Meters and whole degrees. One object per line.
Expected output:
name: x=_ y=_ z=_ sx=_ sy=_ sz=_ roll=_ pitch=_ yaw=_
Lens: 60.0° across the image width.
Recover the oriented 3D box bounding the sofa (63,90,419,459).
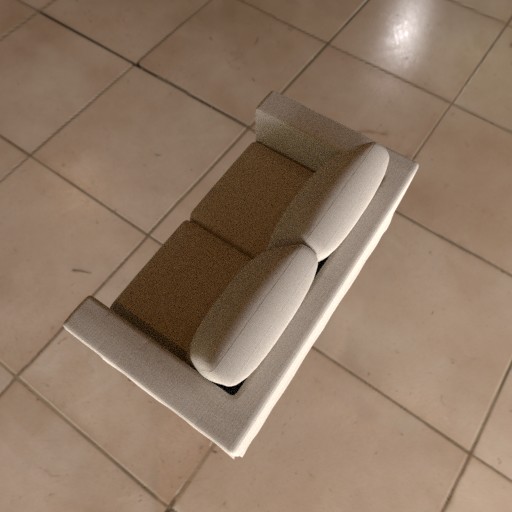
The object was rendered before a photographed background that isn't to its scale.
sofa: x=0.000 y=0.000 z=2.450 sx=1.009 sy=0.932 sz=1.813 roll=32 pitch=69 yaw=14
